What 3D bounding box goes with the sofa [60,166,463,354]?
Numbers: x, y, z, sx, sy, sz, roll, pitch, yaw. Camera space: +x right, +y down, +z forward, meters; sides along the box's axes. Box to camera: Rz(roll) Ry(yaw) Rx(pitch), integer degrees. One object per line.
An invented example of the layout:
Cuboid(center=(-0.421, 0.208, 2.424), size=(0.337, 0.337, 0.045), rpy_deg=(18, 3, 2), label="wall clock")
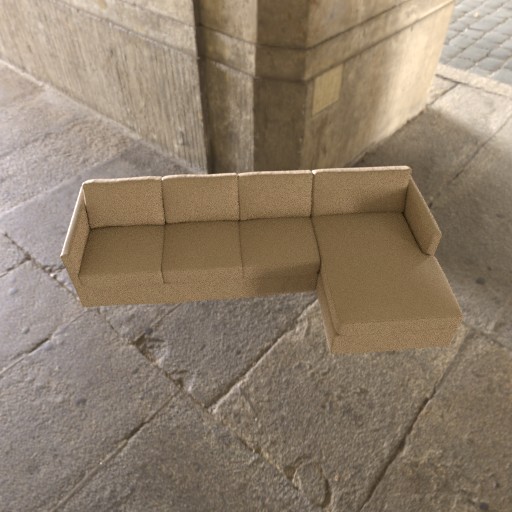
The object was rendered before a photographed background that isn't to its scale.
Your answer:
Cuboid(center=(0.000, 0.000, 3.908), size=(3.206, 0.871, 1.622), rpy_deg=(-3, 47, -3), label="sofa")
